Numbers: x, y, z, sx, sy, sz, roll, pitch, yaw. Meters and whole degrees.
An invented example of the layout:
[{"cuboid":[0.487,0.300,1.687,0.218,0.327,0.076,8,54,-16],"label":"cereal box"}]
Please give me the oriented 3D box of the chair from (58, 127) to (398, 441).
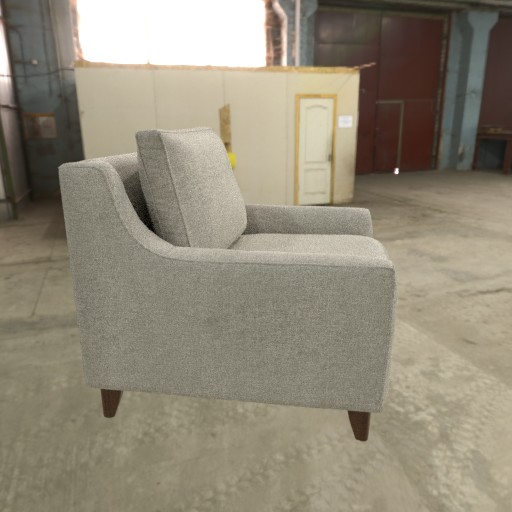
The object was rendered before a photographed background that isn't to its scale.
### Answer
[{"cuboid":[0.000,0.000,1.554,0.918,0.864,0.838,3,17,9],"label":"chair"}]
